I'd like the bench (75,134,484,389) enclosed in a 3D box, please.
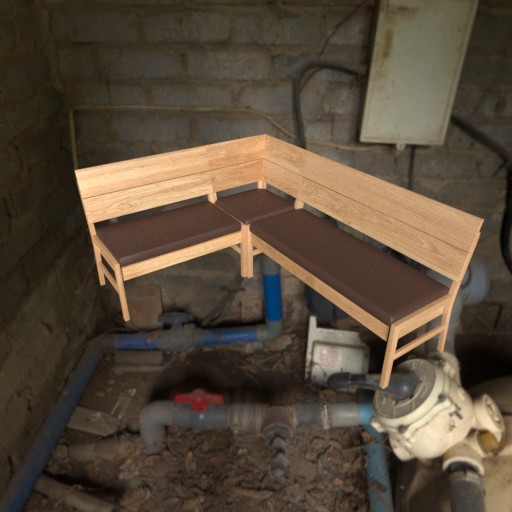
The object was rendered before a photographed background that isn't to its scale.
[{"bbox_3d":[0.000,0.000,2.833,1.549,0.890,1.975,-20,36,-30],"label":"bench"}]
